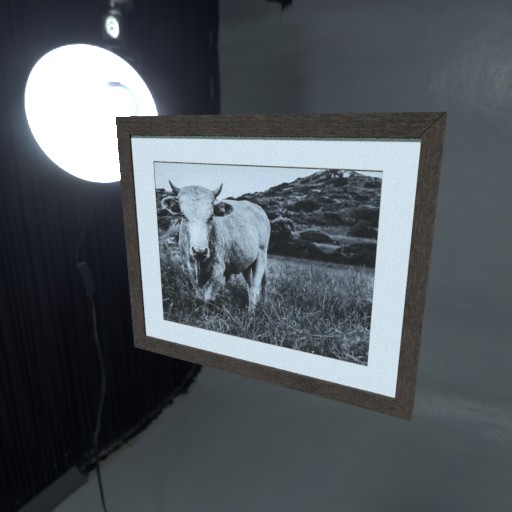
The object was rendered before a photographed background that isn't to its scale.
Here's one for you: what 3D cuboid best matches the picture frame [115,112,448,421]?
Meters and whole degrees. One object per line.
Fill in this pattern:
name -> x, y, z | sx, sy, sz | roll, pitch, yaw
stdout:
picture frame -> 0.000, 0.000, 0.747 | 0.546, 0.455, 0.026 | 8, 18, 25
